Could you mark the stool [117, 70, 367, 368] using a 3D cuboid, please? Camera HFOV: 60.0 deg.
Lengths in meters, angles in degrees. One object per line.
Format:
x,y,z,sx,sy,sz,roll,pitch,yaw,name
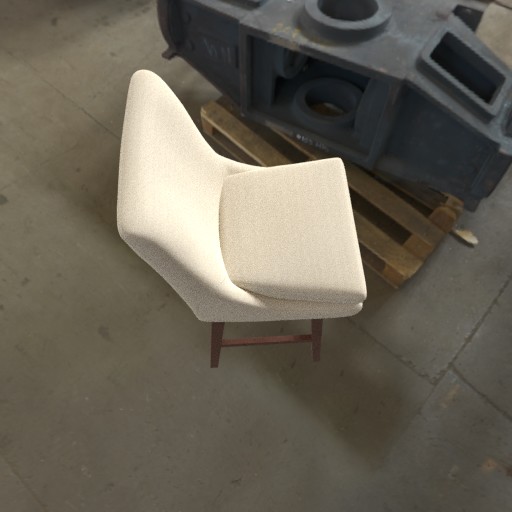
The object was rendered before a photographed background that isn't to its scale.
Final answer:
0.000,0.000,1.390,0.559,1.093,0.483,-3,64,-1,stool
